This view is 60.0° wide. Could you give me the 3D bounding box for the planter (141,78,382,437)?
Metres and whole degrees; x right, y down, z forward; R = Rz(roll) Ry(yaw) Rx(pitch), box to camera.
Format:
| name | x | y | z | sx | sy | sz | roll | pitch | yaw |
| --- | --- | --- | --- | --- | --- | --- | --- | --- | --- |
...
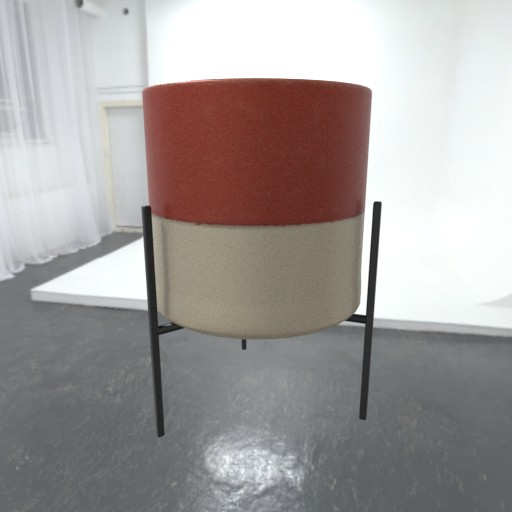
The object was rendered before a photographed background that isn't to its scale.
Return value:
| name | x | y | z | sx | sy | sz | roll | pitch | yaw |
| --- | --- | --- | --- | --- | --- | --- | --- | --- | --- |
| planter | 0.000 | 0.000 | 0.512 | 0.235 | 0.354 | 0.251 | -2 | 15 | -8 |
